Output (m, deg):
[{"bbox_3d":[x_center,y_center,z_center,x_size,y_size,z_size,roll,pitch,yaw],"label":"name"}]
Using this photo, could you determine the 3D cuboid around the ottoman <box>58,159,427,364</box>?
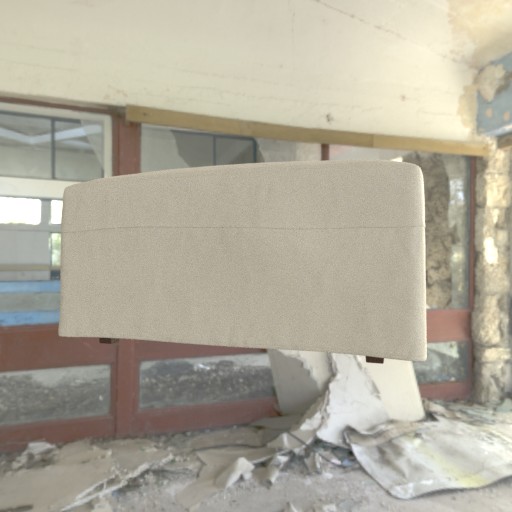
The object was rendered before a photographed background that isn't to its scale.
[{"bbox_3d":[0.000,0.000,1.223,0.872,0.444,0.590,0,0,18],"label":"ottoman"}]
